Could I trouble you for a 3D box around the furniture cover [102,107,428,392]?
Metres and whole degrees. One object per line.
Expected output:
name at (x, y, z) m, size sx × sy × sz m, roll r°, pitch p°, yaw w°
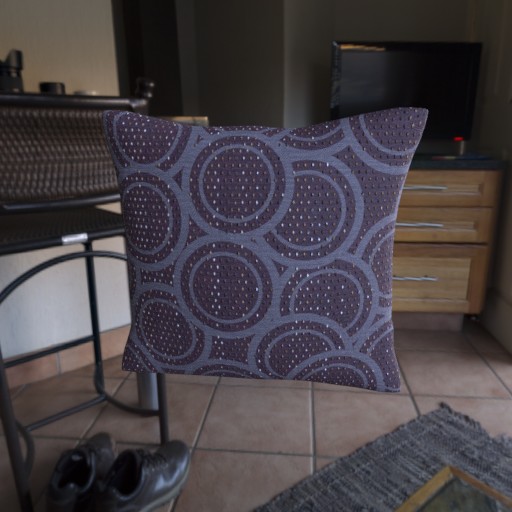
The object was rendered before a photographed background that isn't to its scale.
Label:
furniture cover at (0.000, 0.000, 0.806) m, size 0.552 × 0.509 × 0.193 m, roll 2°, pitch 15°, yaw 8°
